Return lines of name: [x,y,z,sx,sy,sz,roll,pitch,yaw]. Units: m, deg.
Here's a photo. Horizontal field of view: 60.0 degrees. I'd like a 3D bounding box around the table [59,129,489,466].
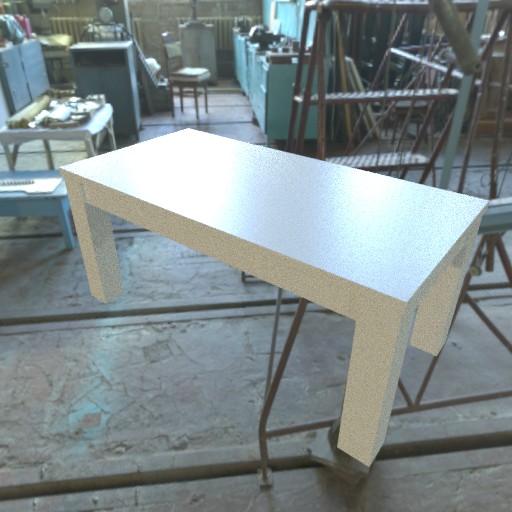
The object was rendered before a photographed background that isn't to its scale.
table: [0.000,0.000,2.245,1.800,0.790,0.900,22,38,32]
